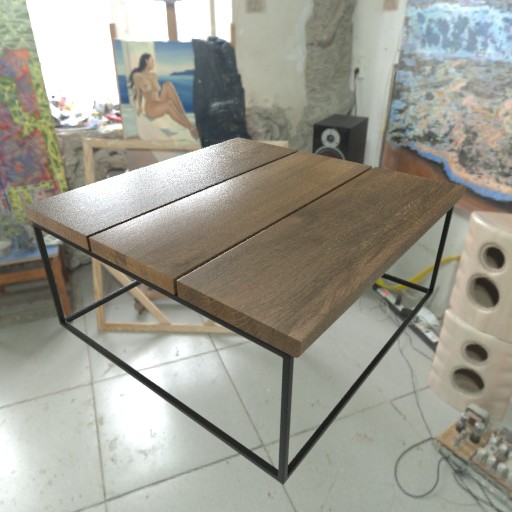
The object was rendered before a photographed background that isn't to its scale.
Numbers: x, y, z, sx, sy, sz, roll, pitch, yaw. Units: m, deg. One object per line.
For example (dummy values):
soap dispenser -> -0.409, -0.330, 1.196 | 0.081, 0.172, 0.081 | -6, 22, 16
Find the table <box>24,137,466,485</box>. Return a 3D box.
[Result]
table -> 0.000, 0.000, 1.368 | 0.900, 0.400, 0.900 | 21, 36, 33
